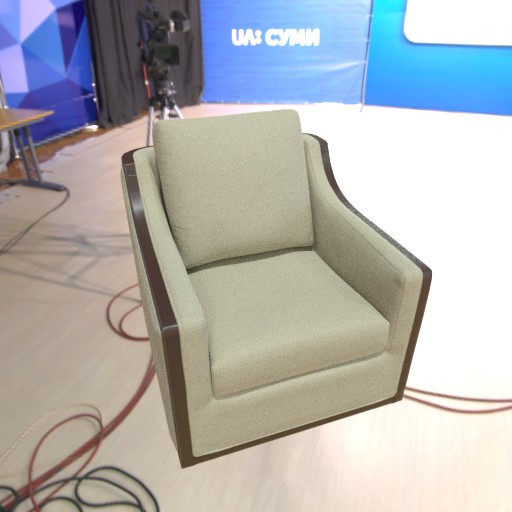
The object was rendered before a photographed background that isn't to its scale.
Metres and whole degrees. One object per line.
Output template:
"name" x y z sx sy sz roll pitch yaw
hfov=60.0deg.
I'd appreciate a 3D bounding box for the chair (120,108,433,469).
"chair" 0.000 0.000 1.677 0.870 0.930 0.950 -10 33 -16
